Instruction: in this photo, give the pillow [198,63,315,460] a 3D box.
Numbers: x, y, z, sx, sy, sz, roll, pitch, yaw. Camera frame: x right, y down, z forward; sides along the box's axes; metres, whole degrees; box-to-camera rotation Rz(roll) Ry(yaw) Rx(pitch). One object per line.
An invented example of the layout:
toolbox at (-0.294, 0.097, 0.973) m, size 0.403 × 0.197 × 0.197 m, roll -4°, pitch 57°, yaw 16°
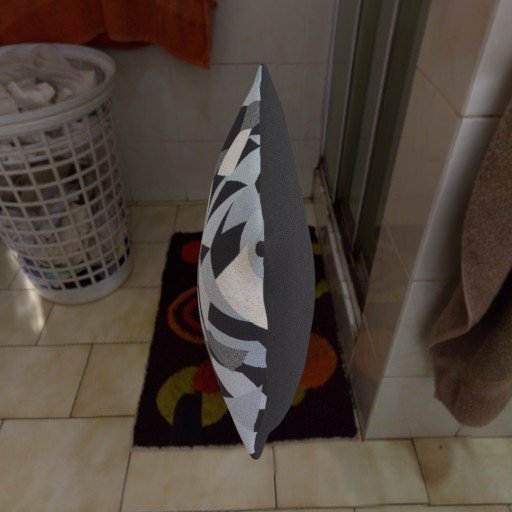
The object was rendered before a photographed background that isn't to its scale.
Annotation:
pillow at (0.000, 0.000, 0.778) m, size 0.208 × 0.496 × 0.503 m, roll 1°, pitch 42°, yaw 1°
